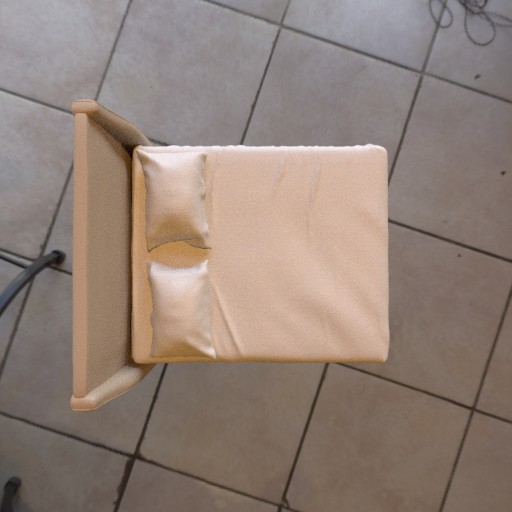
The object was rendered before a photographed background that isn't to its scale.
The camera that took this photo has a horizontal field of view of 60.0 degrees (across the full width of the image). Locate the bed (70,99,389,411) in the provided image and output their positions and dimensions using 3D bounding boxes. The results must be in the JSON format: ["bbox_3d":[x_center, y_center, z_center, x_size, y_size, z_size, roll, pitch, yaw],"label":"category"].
[{"bbox_3d":[0.000,0.000,3.347,2.276,1.332,1.925,0,89,0],"label":"bed"}]
